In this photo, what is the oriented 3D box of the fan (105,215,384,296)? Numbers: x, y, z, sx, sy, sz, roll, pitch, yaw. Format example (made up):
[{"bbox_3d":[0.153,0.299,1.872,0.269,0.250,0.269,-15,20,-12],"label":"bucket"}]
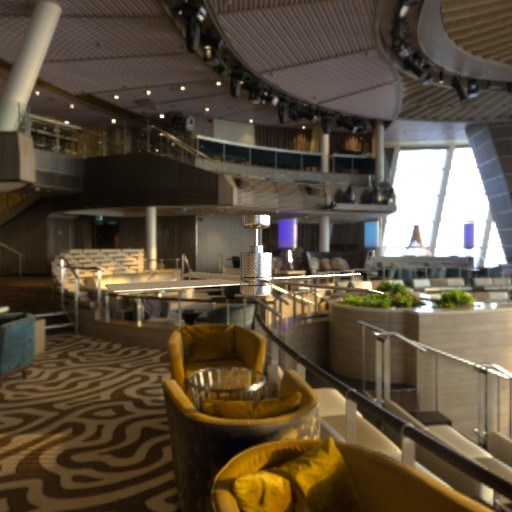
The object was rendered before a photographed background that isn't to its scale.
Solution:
[{"bbox_3d":[0.000,0.000,1.973,1.322,0.355,1.322,-1,1,-37],"label":"fan"}]
